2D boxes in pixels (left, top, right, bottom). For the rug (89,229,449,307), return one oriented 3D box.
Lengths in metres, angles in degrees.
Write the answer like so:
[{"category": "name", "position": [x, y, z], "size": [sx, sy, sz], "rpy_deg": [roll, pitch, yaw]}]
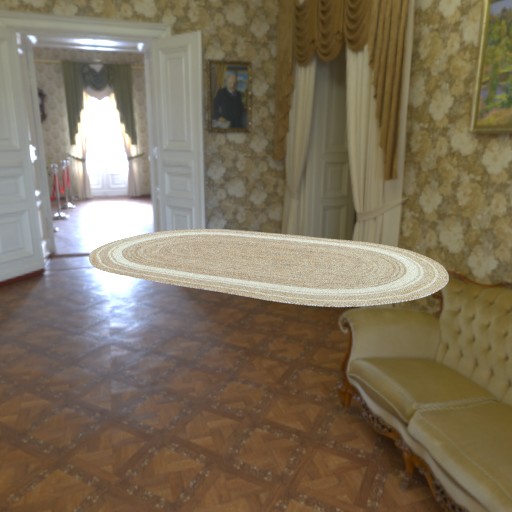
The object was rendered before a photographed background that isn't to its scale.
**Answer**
[{"category": "rug", "position": [0.000, 0.000, 3.031], "size": [2.432, 0.006, 1.520], "rpy_deg": [7, 16, 25]}]
